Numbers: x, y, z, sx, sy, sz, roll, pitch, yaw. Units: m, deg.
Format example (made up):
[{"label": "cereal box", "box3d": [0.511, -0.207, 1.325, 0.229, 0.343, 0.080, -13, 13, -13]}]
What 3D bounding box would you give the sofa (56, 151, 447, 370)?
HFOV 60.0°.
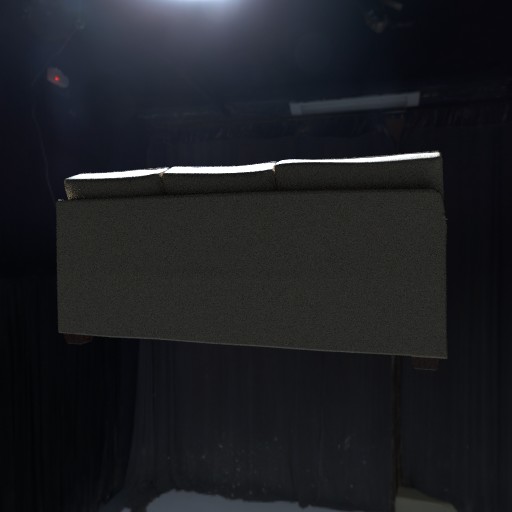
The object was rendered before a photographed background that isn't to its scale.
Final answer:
[{"label": "sofa", "box3d": [0.000, 0.000, 2.569, 1.962, 0.946, 1.034, 0, 0, 17]}]
